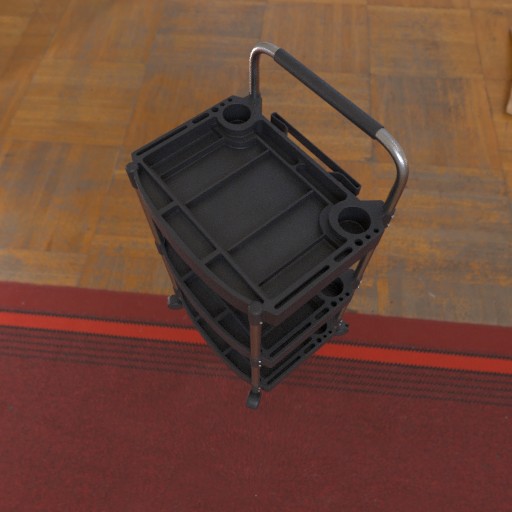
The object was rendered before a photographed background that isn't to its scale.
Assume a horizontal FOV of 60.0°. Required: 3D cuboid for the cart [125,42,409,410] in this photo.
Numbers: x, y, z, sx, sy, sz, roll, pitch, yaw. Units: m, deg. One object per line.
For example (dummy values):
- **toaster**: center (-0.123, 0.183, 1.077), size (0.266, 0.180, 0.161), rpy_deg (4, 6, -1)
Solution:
- **cart**: center (0.000, 0.000, 1.366), size (0.518, 1.075, 0.584), rpy_deg (-36, 67, -18)
